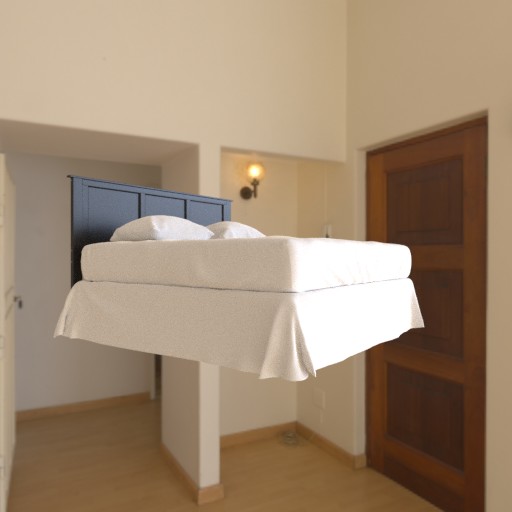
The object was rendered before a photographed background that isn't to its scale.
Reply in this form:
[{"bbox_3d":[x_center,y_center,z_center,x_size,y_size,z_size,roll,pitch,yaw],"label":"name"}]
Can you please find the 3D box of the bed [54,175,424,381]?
[{"bbox_3d":[0.000,0.000,3.670,2.219,1.271,2.315,0,0,37],"label":"bed"}]
